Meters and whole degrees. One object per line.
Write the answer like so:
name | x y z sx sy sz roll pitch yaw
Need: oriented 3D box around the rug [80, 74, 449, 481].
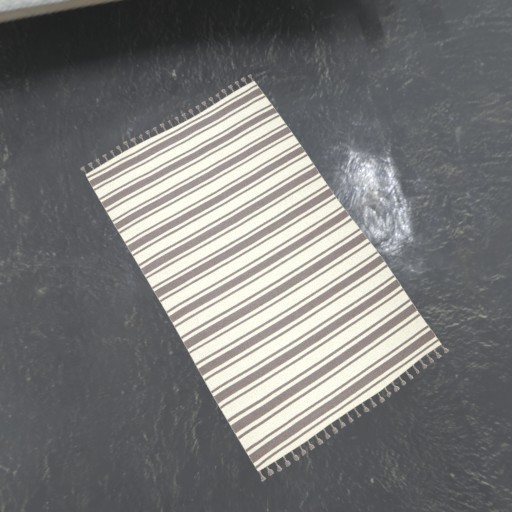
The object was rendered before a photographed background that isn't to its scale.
rug | 0.000 0.000 2.574 1.229 0.011 2.096 -31 78 -7
